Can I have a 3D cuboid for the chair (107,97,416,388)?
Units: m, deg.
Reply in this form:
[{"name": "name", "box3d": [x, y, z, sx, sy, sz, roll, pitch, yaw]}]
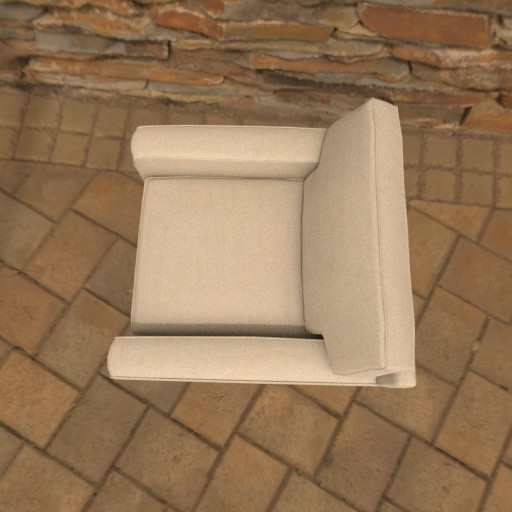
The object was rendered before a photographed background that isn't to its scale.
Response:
[{"name": "chair", "box3d": [0.000, 0.000, 1.802, 1.043, 0.913, 0.998, 1, 75, 0]}]
